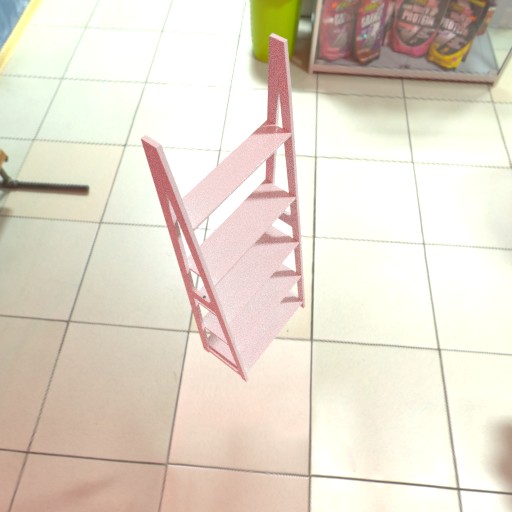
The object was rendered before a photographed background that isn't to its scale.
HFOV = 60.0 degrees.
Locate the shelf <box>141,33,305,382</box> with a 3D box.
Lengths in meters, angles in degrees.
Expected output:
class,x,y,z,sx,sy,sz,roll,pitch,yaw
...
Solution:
class,x,y,z,sx,sy,sz,roll,pitch,yaw
shelf,0.000,0.000,2.094,0.341,1.779,0.636,33,65,18
